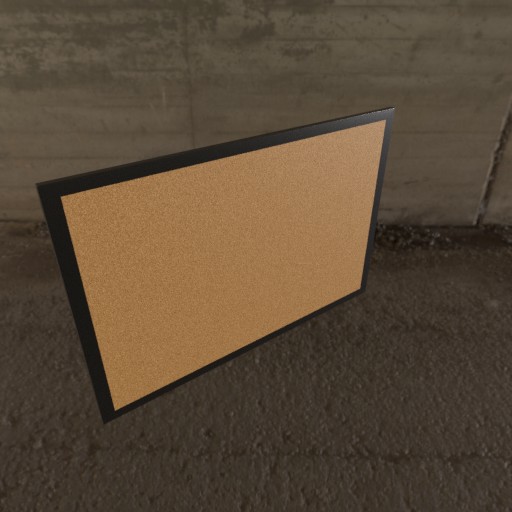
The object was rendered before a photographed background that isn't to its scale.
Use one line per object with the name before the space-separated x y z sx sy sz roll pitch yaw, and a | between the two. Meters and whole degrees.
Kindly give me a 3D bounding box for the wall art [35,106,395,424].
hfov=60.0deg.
wall art | 0.000 0.000 1.017 0.819 0.552 0.015 -21 38 -30
